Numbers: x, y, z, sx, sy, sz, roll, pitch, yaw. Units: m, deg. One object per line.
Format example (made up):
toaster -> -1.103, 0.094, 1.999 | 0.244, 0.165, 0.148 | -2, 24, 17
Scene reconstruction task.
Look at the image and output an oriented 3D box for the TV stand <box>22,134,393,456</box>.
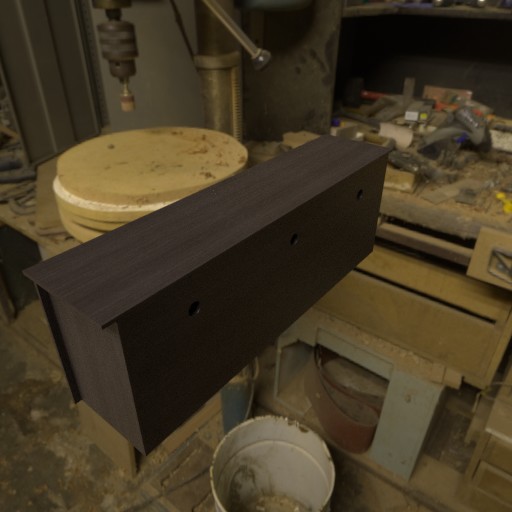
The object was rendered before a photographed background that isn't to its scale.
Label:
TV stand -> 0.000, 0.000, 1.996 | 0.406, 0.610, 1.778 | 23, 39, 32
